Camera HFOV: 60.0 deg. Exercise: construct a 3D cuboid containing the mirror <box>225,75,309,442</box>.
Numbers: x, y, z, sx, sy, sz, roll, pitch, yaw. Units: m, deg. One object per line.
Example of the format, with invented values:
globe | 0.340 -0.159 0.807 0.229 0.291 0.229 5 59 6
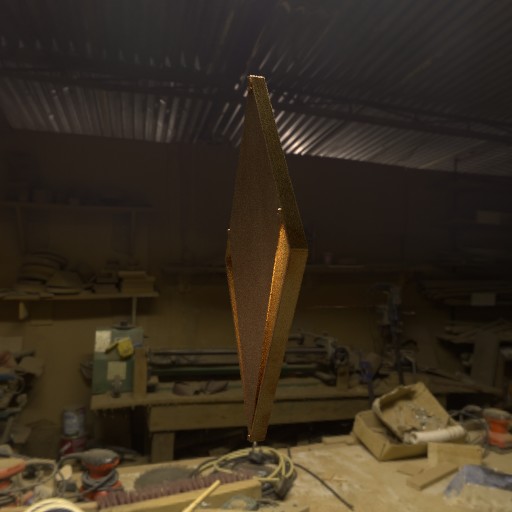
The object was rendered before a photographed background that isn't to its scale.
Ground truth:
mirror | 0.000 0.000 0.824 0.032 0.679 0.419 1 -2 -17
